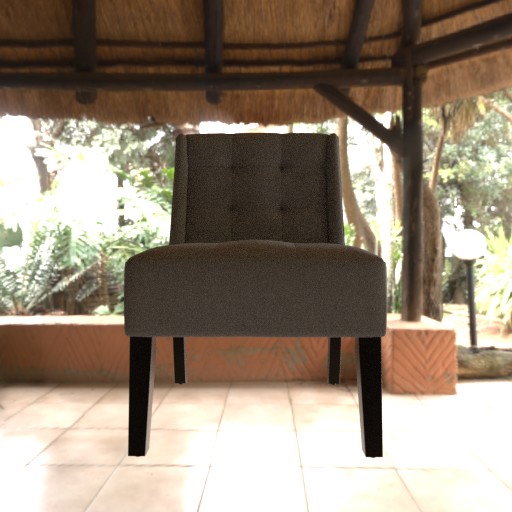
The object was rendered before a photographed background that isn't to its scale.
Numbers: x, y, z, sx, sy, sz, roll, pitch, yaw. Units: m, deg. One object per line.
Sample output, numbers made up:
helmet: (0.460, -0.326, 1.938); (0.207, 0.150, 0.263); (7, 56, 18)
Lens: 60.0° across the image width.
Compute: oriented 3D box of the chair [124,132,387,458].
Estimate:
chair: (0.000, 0.000, 1.256); (0.569, 0.853, 0.676); (0, 0, 1)
